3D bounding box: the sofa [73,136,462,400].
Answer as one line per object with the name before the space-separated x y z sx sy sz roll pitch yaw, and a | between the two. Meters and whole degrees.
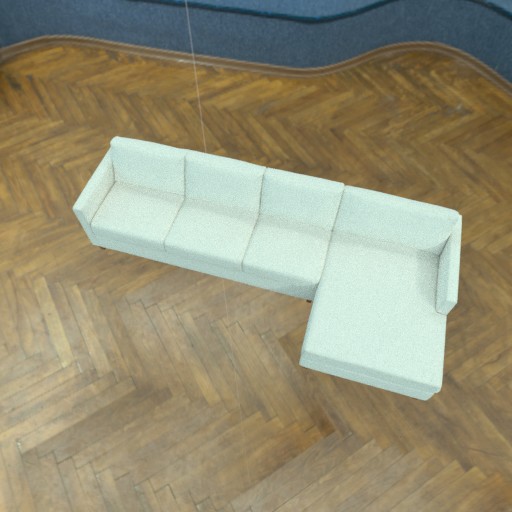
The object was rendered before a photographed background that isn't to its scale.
sofa | 0.000 0.000 4.103 3.471 0.954 1.606 14 59 8
